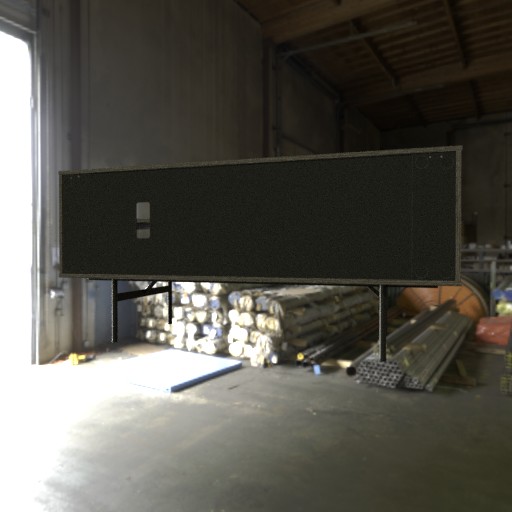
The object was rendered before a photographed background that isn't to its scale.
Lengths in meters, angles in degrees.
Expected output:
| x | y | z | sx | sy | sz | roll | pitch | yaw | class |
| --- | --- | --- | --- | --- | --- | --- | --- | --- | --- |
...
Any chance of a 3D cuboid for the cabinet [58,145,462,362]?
| x | y | z | sx | sy | sz | roll | pitch | yaw | class |
| --- | --- | --- | --- | --- | --- | --- | --- | --- | --- |
| 0.000 | 0.000 | 1.611 | 1.300 | 0.599 | 0.500 | 0 | 1 | 17 | cabinet |
